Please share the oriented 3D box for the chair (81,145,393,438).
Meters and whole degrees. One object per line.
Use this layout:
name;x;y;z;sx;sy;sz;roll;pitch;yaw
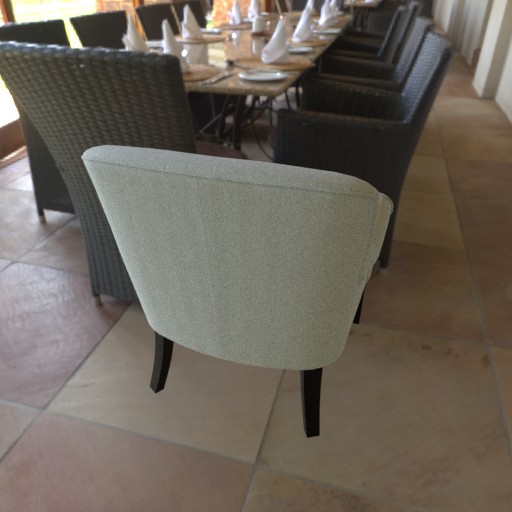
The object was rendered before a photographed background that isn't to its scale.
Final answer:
chair;0.000;0.000;1.425;0.781;0.875;0.750;10;34;16
